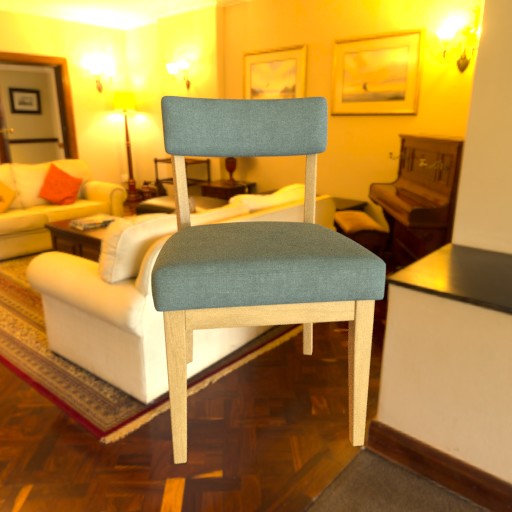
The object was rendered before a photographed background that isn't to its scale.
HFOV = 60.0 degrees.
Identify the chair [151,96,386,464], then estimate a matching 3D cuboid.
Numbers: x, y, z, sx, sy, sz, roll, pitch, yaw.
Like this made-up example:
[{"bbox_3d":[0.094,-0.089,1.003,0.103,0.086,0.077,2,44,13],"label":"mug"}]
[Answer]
[{"bbox_3d":[0.000,0.000,1.193,0.508,0.832,0.572,-2,17,-7],"label":"chair"}]
